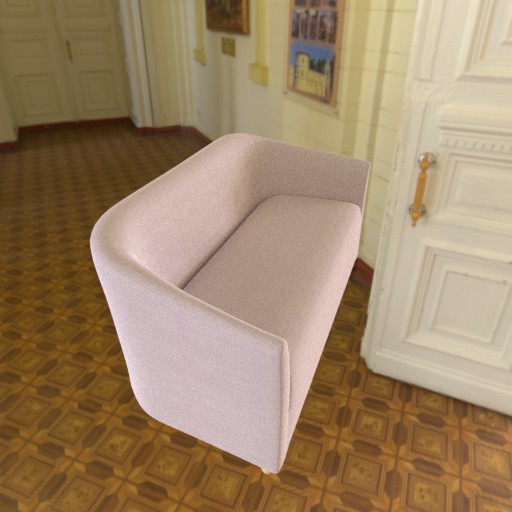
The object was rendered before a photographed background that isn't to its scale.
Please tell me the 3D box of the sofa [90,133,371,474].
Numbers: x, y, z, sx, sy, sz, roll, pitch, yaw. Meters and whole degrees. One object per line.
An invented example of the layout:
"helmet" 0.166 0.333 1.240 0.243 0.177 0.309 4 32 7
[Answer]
"sofa" 0.000 0.000 1.864 0.705 0.721 1.452 11 33 18
